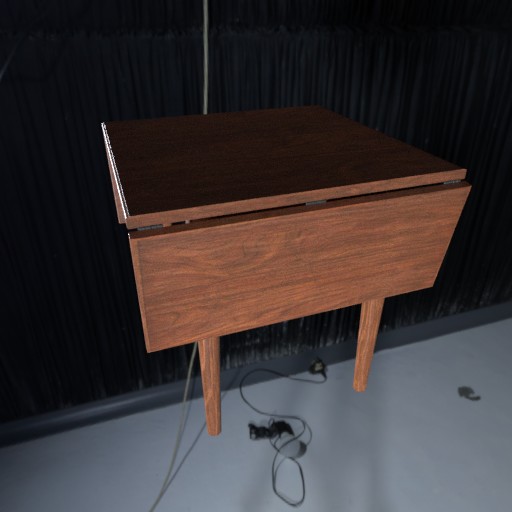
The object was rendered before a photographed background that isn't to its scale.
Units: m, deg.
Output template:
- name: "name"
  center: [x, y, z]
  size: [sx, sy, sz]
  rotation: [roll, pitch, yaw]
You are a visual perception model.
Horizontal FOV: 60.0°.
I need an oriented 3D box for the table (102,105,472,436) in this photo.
- name: "table"
  center: [0.000, 0.000, 1.472]
  size: [0.812, 0.763, 0.843]
  rotation: [-10, 32, -17]
